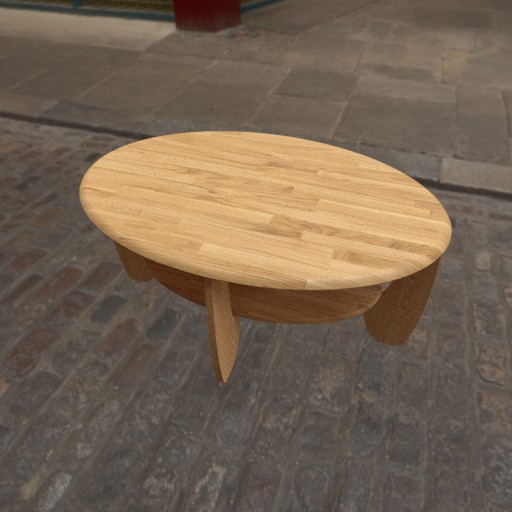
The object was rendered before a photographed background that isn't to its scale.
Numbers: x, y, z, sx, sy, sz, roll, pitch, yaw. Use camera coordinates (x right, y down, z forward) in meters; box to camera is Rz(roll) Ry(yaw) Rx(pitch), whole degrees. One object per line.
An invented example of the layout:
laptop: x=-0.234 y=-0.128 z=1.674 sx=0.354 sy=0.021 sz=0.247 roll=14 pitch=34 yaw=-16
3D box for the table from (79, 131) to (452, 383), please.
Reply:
table: x=0.000 y=0.000 z=1.381 sx=1.040 sy=0.490 sz=0.690 roll=13 pitch=43 yaw=14
